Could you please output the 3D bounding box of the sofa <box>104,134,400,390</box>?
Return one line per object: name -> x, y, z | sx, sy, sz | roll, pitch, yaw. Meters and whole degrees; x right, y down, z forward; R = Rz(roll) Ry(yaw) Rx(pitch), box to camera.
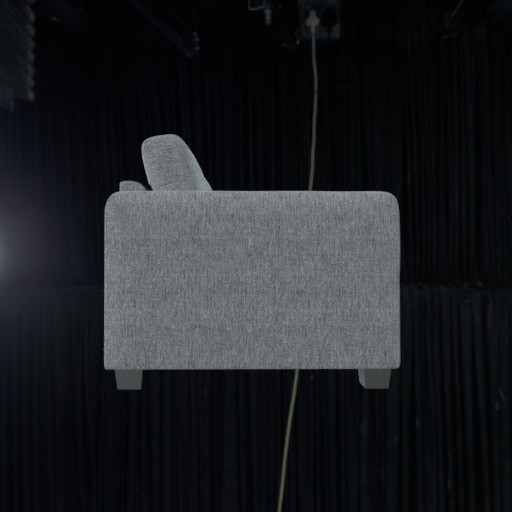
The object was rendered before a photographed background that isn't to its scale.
sofa -> 0.000, 0.000, 2.017 | 0.900, 0.800, 1.520 | 0, -1, -1
